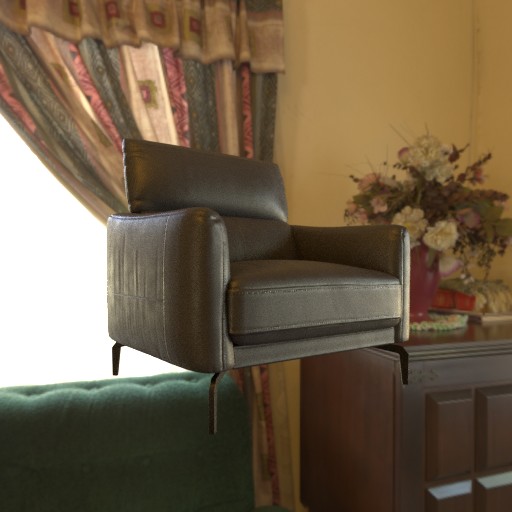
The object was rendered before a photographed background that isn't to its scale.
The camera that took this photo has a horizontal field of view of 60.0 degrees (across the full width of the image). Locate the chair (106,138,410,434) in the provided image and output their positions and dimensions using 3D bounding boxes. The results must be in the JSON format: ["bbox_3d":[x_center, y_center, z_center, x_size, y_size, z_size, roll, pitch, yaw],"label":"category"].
[{"bbox_3d":[0.000,0.000,1.704,0.976,0.949,0.809,1,-2,-36],"label":"chair"}]
